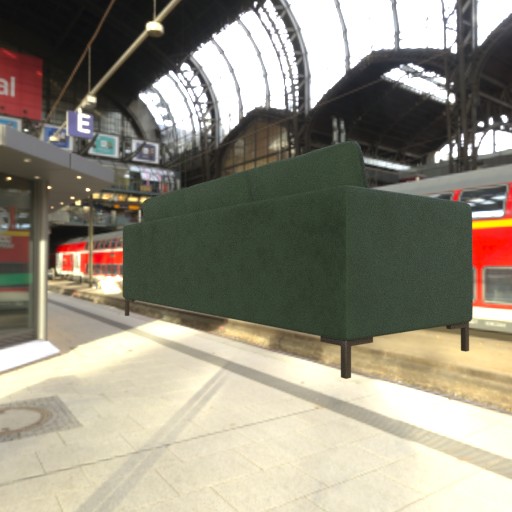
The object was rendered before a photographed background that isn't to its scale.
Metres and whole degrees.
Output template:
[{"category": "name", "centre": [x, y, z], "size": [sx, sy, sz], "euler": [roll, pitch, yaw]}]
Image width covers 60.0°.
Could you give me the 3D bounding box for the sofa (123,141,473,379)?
[{"category": "sofa", "centre": [0.000, 0.000, 2.647], "size": [0.859, 0.870, 2.218], "euler": [0, -1, -36]}]
